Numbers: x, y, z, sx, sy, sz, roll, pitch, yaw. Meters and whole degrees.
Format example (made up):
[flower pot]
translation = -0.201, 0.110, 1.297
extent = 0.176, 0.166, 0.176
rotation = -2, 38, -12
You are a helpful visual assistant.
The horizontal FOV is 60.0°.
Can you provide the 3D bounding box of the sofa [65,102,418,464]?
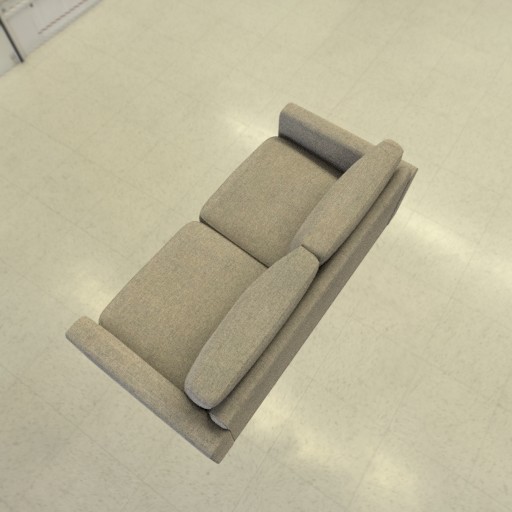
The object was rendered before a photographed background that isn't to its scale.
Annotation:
[sofa]
translation = 0.000, 0.000, 2.548
extent = 0.969, 0.892, 1.978
rotation = 33, 67, 16
